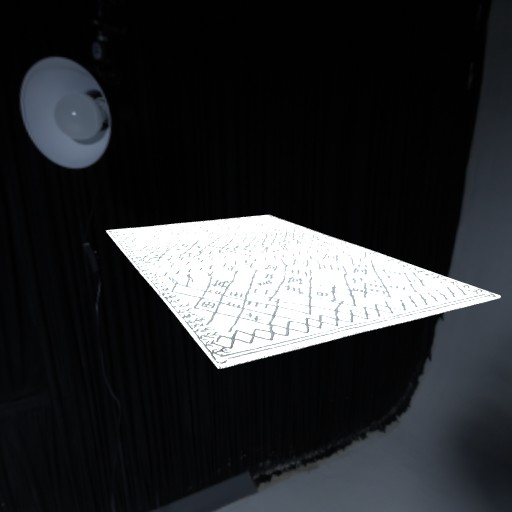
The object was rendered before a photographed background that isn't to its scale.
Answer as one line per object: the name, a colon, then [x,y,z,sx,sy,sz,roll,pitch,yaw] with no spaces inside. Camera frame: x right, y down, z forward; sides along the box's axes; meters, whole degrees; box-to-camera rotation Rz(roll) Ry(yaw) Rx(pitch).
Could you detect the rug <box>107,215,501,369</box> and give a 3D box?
rug: [0.000,0.000,2.942,1.530,0.012,2.444,-8,18,-26]
